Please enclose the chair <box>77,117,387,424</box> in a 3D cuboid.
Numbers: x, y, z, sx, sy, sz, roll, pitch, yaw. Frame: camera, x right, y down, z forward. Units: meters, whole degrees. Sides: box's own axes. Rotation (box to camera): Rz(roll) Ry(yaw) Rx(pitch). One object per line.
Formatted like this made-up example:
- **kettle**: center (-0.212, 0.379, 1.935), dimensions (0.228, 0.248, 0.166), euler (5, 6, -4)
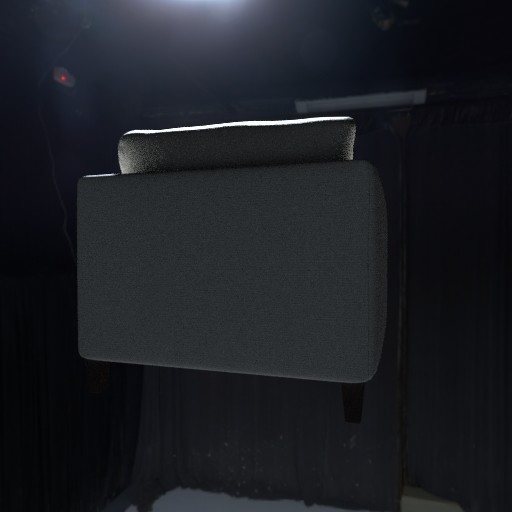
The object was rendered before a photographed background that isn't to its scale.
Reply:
- **chair**: center (0.000, 0.000, 1.776), dimensions (0.996, 0.919, 0.959), euler (0, 1, 18)
